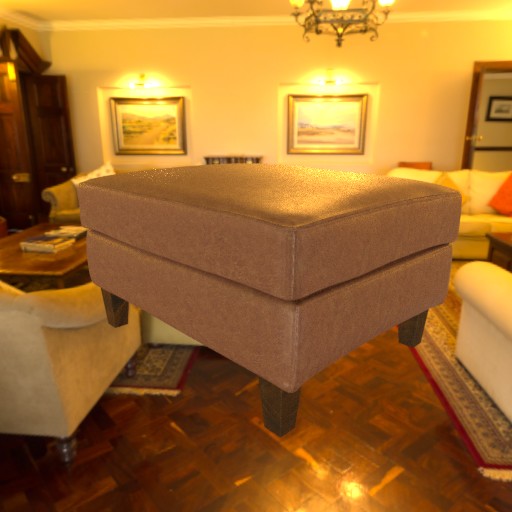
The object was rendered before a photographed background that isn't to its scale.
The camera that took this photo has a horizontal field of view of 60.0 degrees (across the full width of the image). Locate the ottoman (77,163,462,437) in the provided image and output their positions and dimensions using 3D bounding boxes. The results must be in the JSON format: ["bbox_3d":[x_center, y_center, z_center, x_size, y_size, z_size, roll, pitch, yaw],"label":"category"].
[{"bbox_3d":[0.000,0.000,1.226,0.650,0.485,0.851,-15,22,-42],"label":"ottoman"}]
